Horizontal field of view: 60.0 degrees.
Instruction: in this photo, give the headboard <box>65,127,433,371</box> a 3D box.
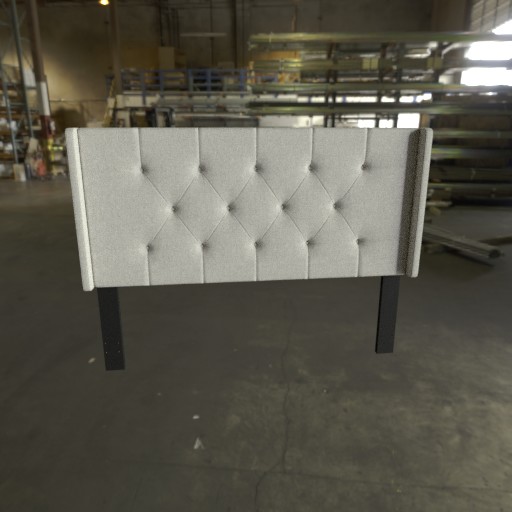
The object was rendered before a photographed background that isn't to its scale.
[{"bbox_3d":[0.000,0.000,2.741,2.051,1.524,0.184,-2,16,-7],"label":"headboard"}]
